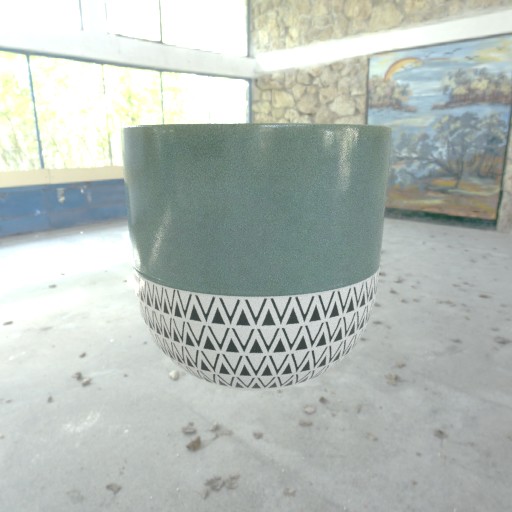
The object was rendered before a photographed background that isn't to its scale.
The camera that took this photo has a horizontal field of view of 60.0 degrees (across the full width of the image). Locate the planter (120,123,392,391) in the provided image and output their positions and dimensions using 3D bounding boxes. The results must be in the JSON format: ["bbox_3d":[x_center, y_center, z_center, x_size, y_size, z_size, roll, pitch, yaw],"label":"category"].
[{"bbox_3d":[0.000,0.000,0.485,0.266,0.270,0.266,0,15,0],"label":"planter"}]
